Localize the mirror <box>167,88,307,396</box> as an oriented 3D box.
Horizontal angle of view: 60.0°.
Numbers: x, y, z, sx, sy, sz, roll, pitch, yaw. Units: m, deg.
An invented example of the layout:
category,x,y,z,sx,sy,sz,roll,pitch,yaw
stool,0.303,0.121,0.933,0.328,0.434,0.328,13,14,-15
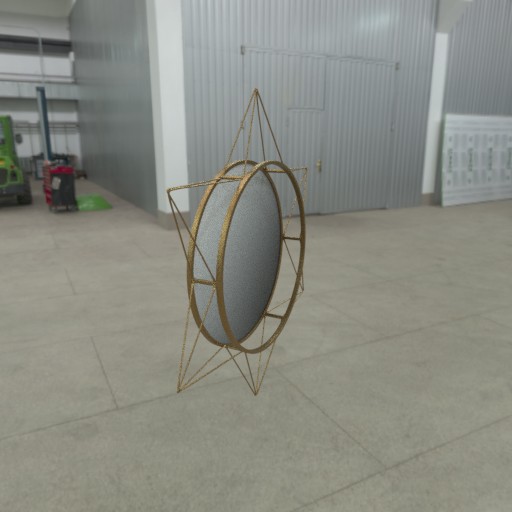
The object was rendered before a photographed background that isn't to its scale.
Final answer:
category,x,y,z,sx,sy,sz,roll,pitch,yaw
mirror,0.000,0.000,0.816,0.062,0.581,0.498,8,17,26
